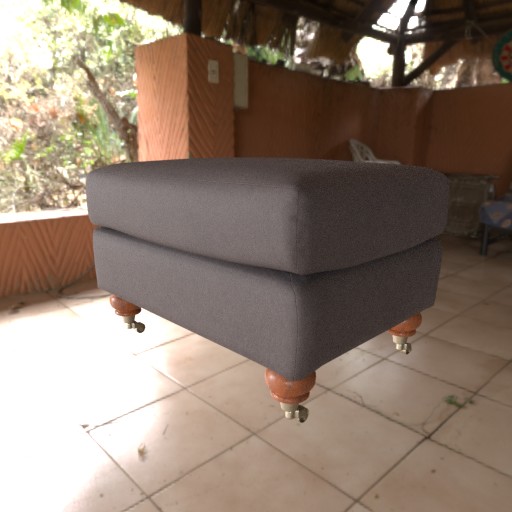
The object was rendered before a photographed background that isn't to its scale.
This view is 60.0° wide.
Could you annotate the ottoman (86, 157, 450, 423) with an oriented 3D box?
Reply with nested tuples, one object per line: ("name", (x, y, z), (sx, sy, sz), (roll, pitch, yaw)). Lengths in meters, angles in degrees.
("ottoman", (0.000, 0.000, 1.146), (0.574, 0.497, 0.773), (-13, 18, -43))
